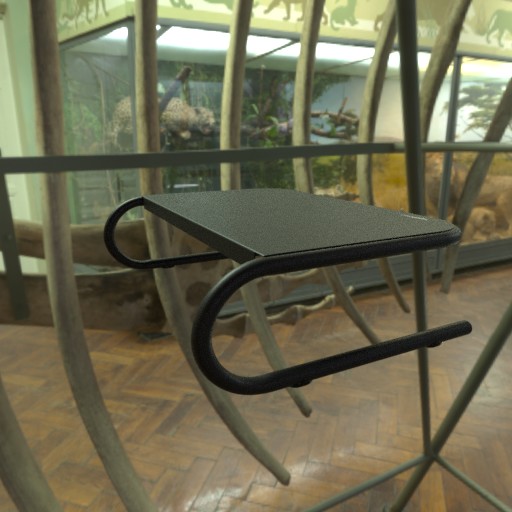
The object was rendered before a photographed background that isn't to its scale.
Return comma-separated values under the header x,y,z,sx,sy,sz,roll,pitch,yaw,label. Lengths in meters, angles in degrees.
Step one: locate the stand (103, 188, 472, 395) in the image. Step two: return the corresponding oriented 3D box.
x,y,z,sx,sy,sz,roll,pitch,yaw,label
0.000,0.000,0.508,0.280,0.108,0.370,-8,17,-26,stand
